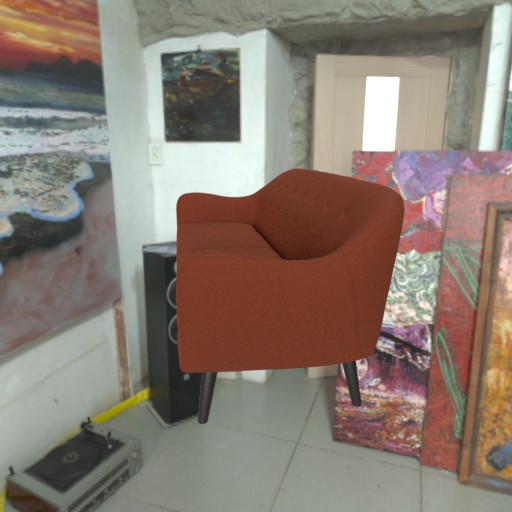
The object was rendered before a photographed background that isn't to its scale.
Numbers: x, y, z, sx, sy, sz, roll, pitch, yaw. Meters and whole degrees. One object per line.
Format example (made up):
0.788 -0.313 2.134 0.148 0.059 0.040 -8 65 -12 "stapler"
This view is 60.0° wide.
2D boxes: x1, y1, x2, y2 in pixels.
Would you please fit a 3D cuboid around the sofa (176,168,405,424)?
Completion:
0.000 0.000 2.289 0.820 0.836 1.840 -2 14 -10 "sofa"
